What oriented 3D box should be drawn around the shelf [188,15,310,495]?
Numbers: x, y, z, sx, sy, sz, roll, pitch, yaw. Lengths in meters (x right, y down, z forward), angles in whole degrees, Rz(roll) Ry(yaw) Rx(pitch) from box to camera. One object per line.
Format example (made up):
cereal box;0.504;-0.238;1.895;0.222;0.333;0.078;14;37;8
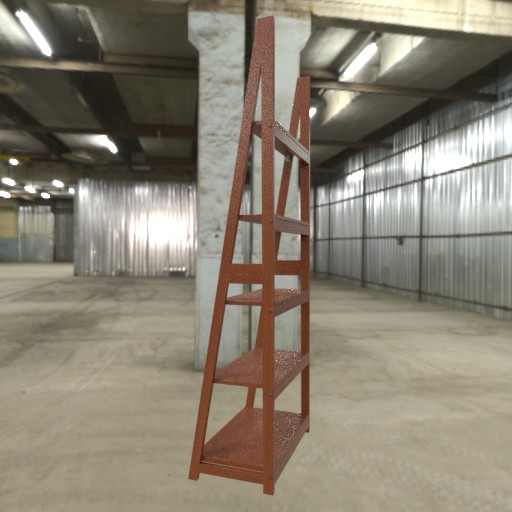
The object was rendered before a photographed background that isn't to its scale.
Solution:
shelf;0.000;0.000;1.996;0.356;1.780;0.630;0;1;19
